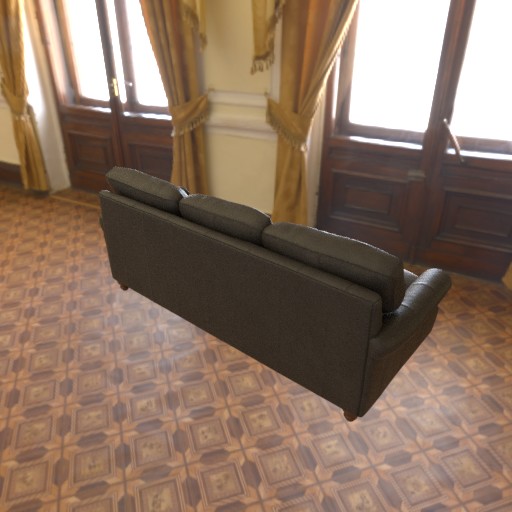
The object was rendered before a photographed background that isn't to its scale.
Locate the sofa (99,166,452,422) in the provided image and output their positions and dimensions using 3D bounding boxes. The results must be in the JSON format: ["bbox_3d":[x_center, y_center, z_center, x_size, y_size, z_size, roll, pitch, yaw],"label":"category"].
[{"bbox_3d":[0.000,0.000,3.020,2.387,0.977,0.974,22,35,34],"label":"sofa"}]
